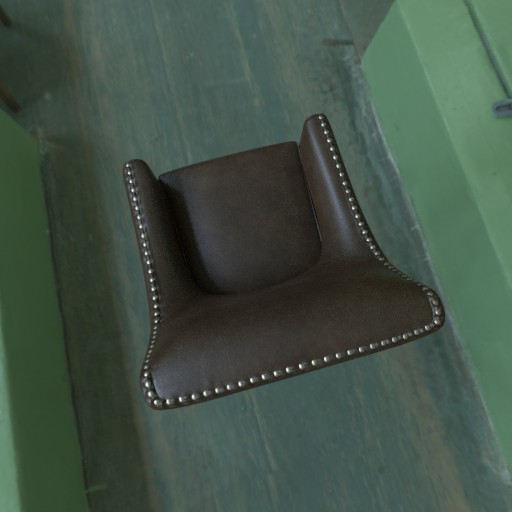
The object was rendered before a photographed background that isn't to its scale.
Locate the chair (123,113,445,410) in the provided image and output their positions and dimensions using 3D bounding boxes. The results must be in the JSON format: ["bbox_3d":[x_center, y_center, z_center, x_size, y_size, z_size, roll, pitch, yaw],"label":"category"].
[{"bbox_3d":[0.000,0.000,1.326,0.639,0.813,0.704,-15,76,-4],"label":"chair"}]
